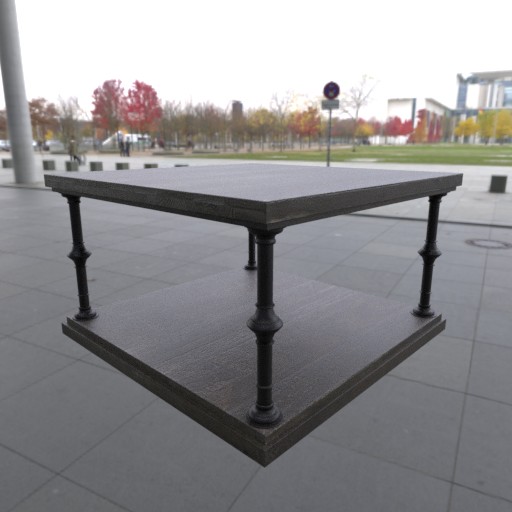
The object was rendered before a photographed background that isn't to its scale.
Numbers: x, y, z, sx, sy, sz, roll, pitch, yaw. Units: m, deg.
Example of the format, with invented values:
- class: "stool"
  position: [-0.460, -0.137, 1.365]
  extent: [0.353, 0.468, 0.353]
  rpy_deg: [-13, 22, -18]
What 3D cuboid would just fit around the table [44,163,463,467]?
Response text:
- class: "table"
  position: [0.000, 0.000, 1.090]
  extent: [0.696, 0.400, 0.696]
  rpy_deg: [13, 20, 42]
